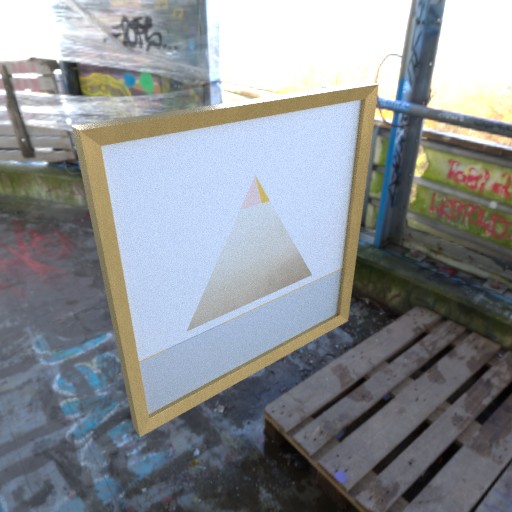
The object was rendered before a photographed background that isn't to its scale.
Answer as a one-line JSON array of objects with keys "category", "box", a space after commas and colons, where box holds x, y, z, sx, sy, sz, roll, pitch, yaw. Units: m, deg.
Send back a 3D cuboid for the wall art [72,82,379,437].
[{"category": "wall art", "box": [0.000, 0.000, 2.878, 1.935, 1.936, 0.097, -21, 36, -32]}]
